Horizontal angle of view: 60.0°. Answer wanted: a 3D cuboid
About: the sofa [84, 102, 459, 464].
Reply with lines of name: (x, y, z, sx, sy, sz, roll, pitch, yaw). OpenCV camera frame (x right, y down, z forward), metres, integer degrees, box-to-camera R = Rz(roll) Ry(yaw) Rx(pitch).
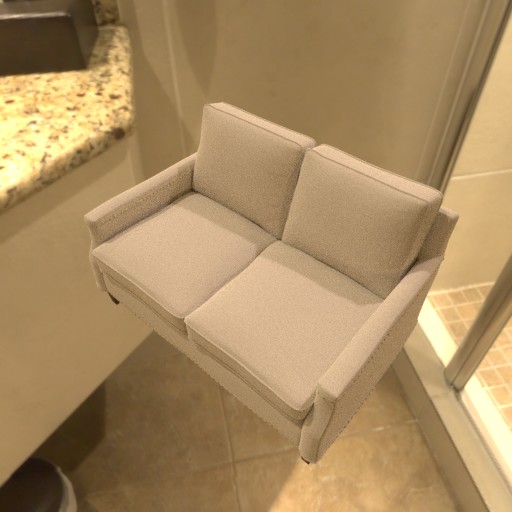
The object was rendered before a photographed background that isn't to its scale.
sofa: (0.000, 0.000, 2.292, 1.597, 1.003, 1.084, 31, 53, 28)
